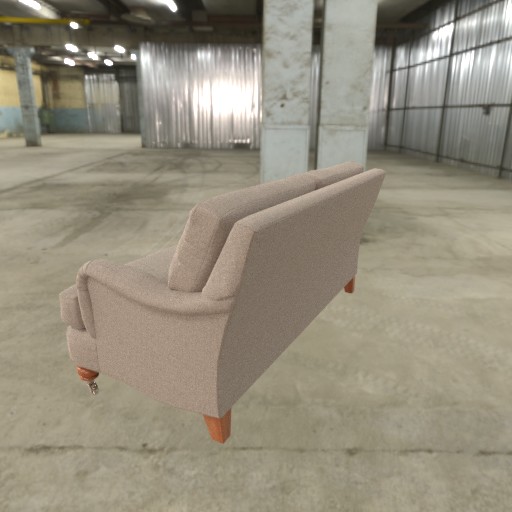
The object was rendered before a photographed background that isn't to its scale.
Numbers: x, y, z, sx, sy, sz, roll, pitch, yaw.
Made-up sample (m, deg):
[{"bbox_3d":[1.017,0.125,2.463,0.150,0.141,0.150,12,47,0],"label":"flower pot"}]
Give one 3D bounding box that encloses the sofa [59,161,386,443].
[{"bbox_3d":[0.000,0.000,2.763,1.087,1.054,2.160,9,19,26],"label":"sofa"}]
